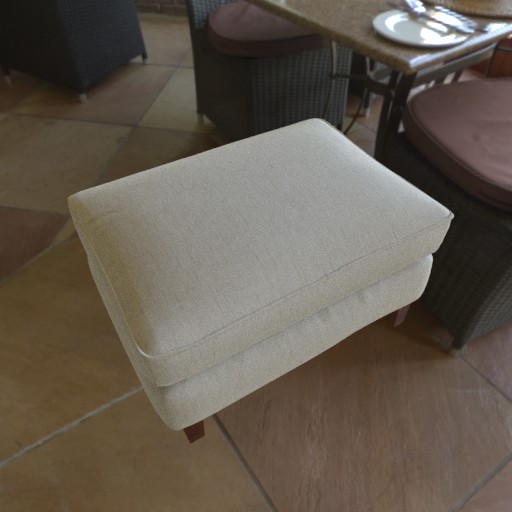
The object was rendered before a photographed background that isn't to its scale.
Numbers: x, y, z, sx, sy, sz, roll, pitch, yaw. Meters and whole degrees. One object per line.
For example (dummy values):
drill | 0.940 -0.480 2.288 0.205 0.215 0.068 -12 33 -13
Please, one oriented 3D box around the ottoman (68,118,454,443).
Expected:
ottoman | 0.000 0.000 0.994 0.665 0.406 0.501 -23 50 -21
